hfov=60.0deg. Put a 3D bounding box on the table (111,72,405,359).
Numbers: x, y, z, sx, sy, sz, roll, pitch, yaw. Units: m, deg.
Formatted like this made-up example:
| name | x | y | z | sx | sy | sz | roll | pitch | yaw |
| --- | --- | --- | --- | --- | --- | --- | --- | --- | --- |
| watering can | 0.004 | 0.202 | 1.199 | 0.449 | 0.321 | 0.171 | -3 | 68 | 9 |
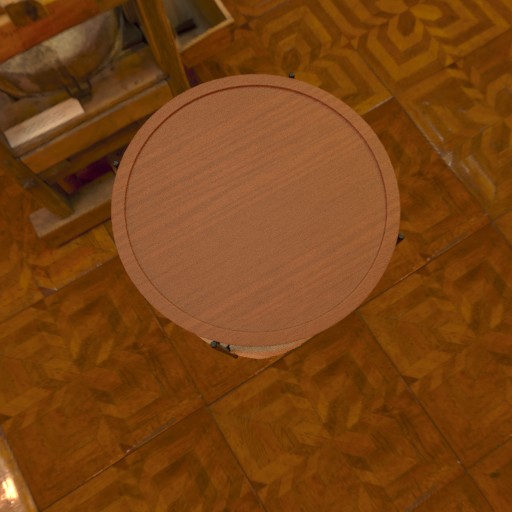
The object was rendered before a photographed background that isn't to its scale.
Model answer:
| name | x | y | z | sx | sy | sz | roll | pitch | yaw |
| --- | --- | --- | --- | --- | --- | --- | --- | --- | --- |
| table | 0.000 | 0.000 | 0.892 | 0.393 | 0.623 | 0.393 | -29 | 78 | -7 |
